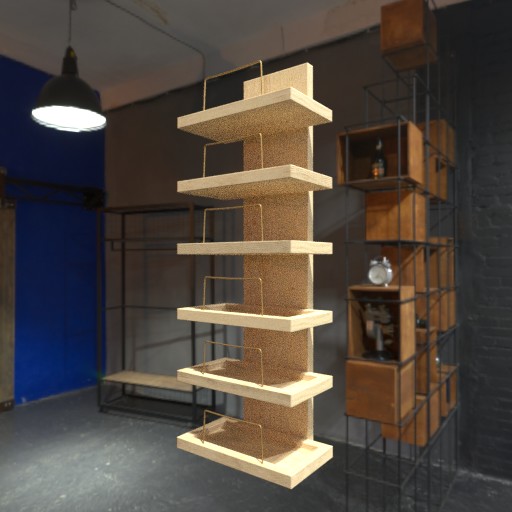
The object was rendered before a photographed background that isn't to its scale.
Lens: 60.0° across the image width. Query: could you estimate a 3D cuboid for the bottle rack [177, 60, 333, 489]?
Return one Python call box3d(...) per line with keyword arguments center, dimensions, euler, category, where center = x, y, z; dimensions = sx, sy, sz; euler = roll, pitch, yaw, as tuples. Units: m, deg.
box3d(center=(0.000, 0.000, 1.074), dimensions=(0.330, 0.943, 0.206), euler=(0, -1, 37), category="bottle rack")
